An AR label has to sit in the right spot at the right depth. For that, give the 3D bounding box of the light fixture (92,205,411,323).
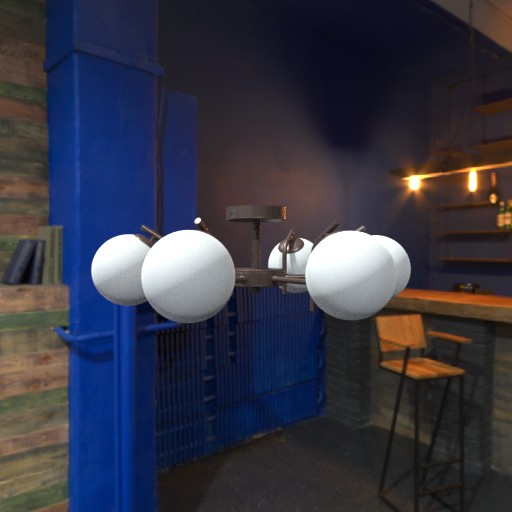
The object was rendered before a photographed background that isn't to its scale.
[{"bbox_3d":[0.000,0.000,0.929,0.662,0.201,0.662,0,1,0],"label":"light fixture"}]
